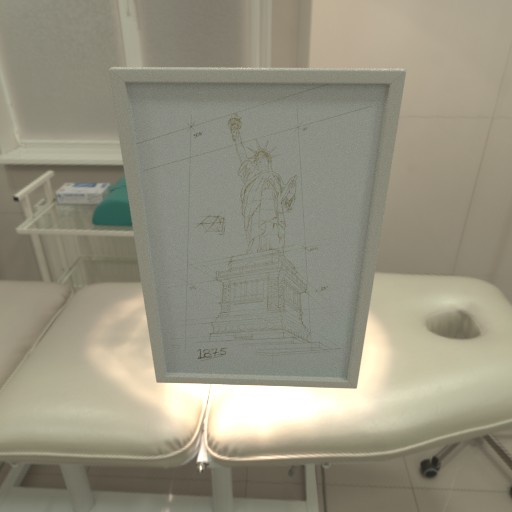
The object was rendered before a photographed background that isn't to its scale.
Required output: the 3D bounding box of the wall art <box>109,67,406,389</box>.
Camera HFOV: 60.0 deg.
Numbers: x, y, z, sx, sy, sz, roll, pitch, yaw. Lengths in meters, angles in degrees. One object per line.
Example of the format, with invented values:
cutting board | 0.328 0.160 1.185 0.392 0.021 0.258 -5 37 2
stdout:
wall art | 0.000 0.000 1.507 0.808 1.183 0.038 1 30 2
